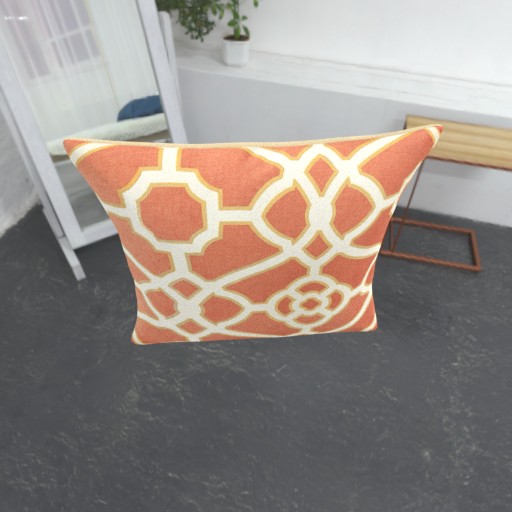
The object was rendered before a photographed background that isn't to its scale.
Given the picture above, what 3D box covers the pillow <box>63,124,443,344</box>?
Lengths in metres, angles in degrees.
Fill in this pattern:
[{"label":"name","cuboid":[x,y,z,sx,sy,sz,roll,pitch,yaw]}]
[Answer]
[{"label":"pillow","cuboid":[0.000,0.000,0.818,0.552,0.508,0.166,-3,46,-3]}]
